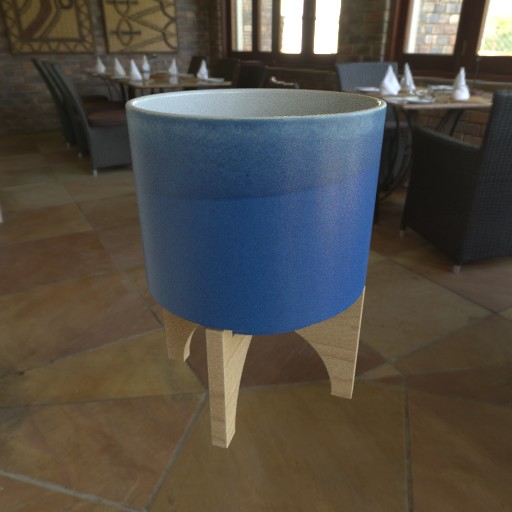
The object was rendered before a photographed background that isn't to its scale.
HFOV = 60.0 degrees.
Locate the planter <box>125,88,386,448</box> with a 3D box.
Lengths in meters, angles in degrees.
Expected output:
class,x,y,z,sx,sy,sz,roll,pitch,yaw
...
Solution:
class,x,y,z,sx,sy,sz,roll,pitch,yaw
planter,0.000,0.000,0.393,0.192,0.263,0.192,0,25,0
